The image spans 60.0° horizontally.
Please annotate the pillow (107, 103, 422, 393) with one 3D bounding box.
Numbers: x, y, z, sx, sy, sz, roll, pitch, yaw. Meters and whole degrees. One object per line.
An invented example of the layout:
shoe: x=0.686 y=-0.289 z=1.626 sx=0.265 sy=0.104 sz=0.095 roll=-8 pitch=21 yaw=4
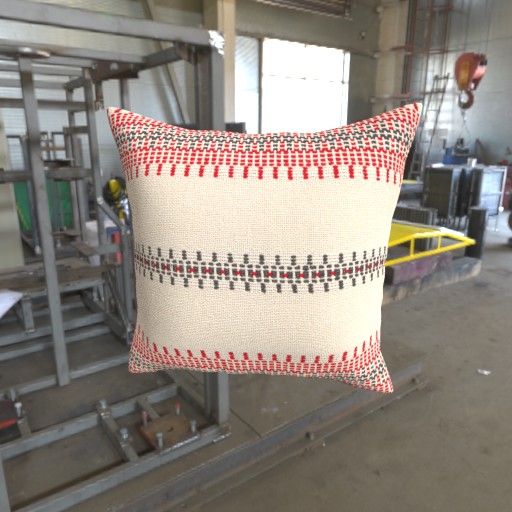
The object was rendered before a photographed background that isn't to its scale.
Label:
pillow: x=0.000 y=0.000 z=0.700 sx=0.463 sy=0.454 sz=0.160 roll=2 pitch=16 yaw=8
